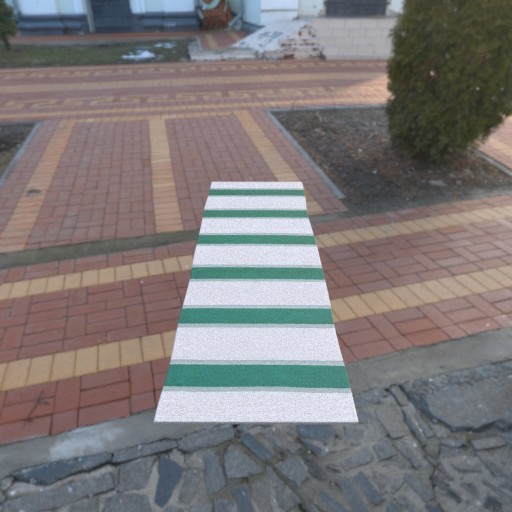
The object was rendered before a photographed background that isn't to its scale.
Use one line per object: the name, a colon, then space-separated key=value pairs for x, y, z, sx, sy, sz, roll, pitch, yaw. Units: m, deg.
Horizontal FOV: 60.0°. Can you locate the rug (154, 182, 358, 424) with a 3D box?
rug: x=0.000 y=0.000 z=2.694 sx=0.768 sy=0.012 sz=2.438 roll=0 pitch=31 yaw=0
